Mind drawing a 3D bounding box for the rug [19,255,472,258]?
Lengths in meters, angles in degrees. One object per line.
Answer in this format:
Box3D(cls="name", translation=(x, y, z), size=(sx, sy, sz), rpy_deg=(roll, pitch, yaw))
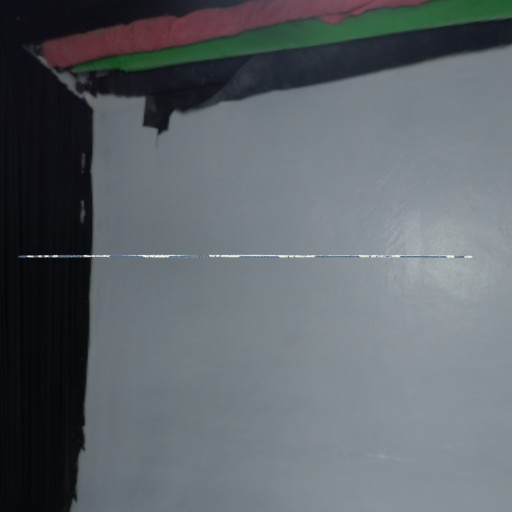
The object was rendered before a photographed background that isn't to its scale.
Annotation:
Box3D(cls="rug", translation=(0.000, 0.000, 2.142), size=(1.755, 0.010, 1.153), rpy_deg=(0, 0, 18))
